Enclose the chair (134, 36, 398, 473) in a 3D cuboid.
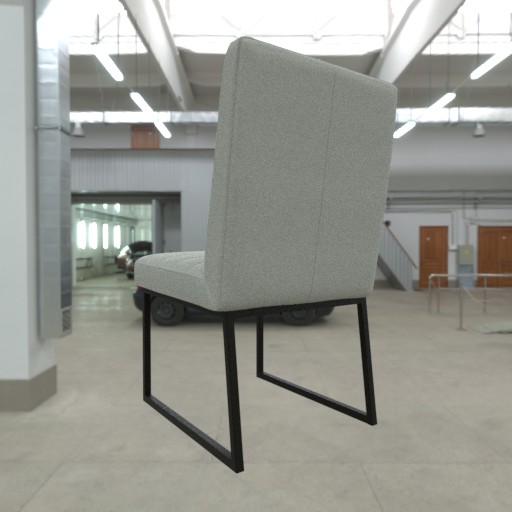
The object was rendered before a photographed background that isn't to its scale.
[{"bbox_3d":[0.000,0.000,1.293,0.520,0.930,0.634,-1,2,-35],"label":"chair"}]
